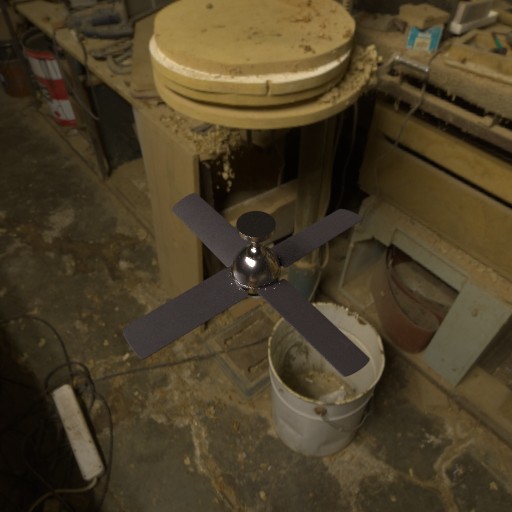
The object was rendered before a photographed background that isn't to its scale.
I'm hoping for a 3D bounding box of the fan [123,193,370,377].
[{"bbox_3d":[0.000,0.000,2.041,1.332,0.403,1.332,-30,54,-25],"label":"fan"}]
